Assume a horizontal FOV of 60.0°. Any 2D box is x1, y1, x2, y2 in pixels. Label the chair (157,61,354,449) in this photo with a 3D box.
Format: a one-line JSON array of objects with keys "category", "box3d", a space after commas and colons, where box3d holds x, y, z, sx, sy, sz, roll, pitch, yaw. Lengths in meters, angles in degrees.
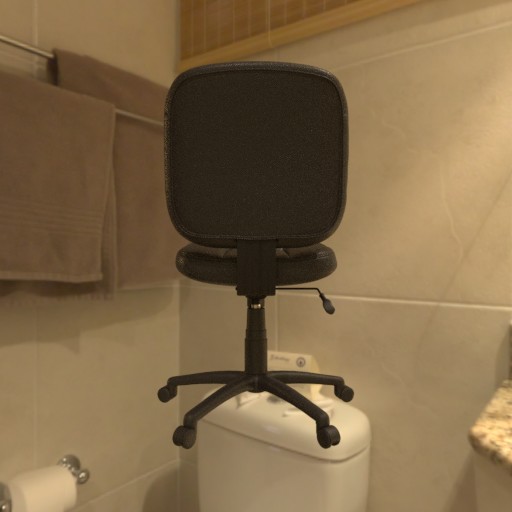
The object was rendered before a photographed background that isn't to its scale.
[{"category": "chair", "box3d": [0.000, 0.000, 1.378, 0.647, 0.959, 0.646, 0, 0, 0]}]
